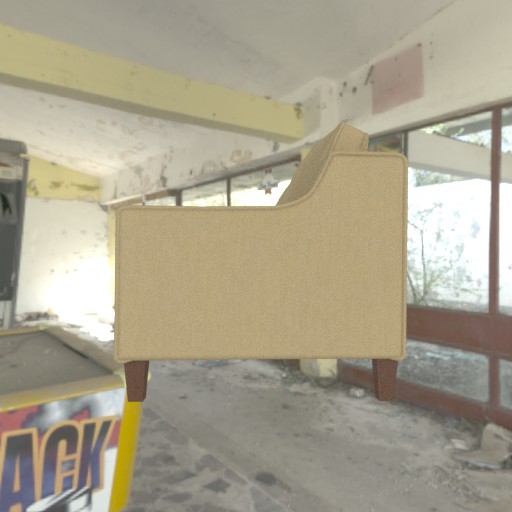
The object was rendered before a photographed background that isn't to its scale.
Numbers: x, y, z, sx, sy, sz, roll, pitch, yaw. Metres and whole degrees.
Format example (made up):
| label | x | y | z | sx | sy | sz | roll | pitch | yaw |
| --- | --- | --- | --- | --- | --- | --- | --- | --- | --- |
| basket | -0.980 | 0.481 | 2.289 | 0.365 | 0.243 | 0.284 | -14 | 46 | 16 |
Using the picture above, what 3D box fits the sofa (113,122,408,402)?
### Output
| label | x | y | z | sx | sy | sz | roll | pitch | yaw |
| --- | --- | --- | --- | --- | --- | --- | --- | --- | --- |
| sofa | 0.000 | 0.000 | 2.200 | 0.987 | 0.971 | 1.501 | 0 | 0 | -1 |
